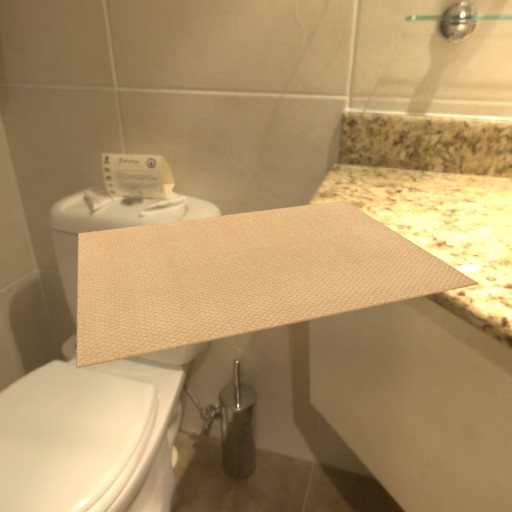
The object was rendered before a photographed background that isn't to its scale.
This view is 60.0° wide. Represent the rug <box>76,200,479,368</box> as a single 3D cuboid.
[{"bbox_3d":[0.000,0.000,2.829,2.144,0.013,1.509,-9,27,-17],"label":"rug"}]
